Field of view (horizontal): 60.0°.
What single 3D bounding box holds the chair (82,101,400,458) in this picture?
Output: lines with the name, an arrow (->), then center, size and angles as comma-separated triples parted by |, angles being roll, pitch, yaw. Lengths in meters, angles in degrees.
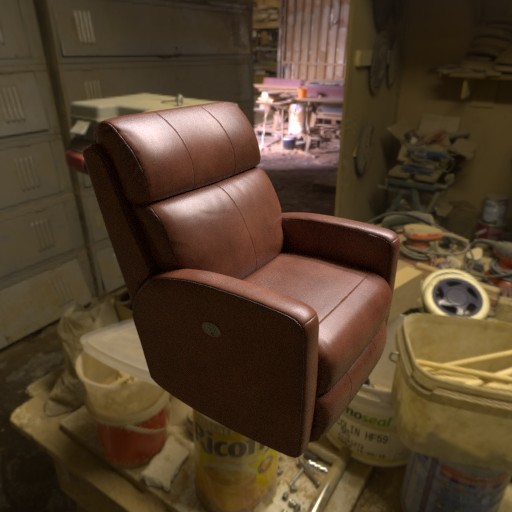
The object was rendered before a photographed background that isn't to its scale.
chair -> 0.000, 0.000, 1.673 | 0.939, 1.016, 0.787 | 17, 30, 31
